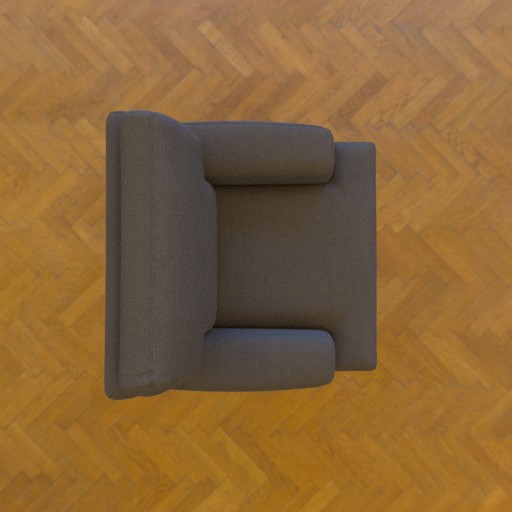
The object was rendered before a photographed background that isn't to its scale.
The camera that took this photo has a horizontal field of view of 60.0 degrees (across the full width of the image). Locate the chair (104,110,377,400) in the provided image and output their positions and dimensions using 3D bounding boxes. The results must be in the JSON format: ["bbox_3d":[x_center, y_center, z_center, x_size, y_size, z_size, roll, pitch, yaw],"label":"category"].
[{"bbox_3d":[0.000,0.000,1.980,1.143,0.940,1.168,0,89,1],"label":"chair"}]
